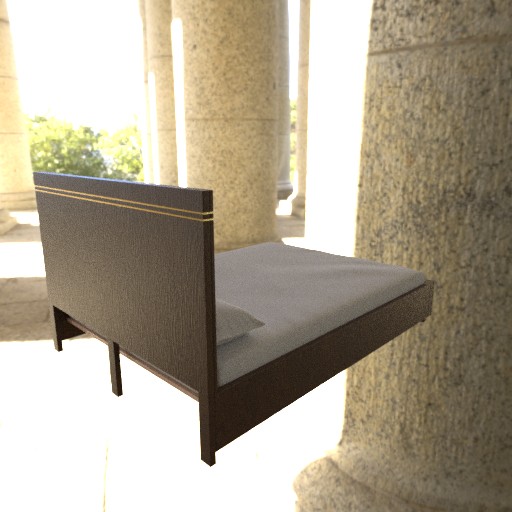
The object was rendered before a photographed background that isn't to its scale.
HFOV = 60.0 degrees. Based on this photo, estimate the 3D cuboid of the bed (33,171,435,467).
[{"bbox_3d":[0.000,0.000,3.057,1.613,1.169,2.221,13,19,42],"label":"bed"}]
